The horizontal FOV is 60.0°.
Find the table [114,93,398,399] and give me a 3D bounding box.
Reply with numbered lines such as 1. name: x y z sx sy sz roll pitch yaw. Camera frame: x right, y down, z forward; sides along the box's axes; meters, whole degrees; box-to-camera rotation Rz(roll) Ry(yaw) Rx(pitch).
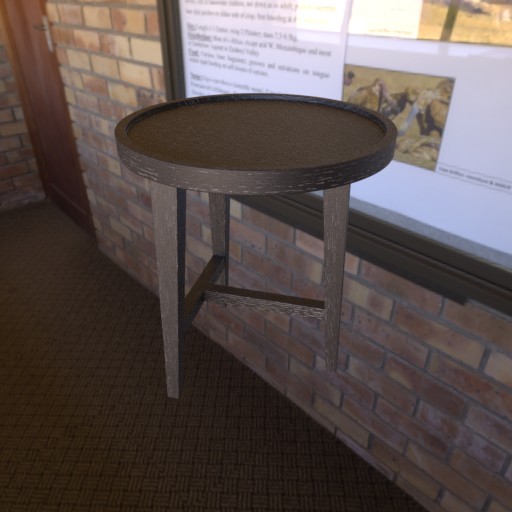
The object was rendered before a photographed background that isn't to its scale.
1. table: 0.000 0.000 0.766 0.399 0.460 0.399 0 32 0
